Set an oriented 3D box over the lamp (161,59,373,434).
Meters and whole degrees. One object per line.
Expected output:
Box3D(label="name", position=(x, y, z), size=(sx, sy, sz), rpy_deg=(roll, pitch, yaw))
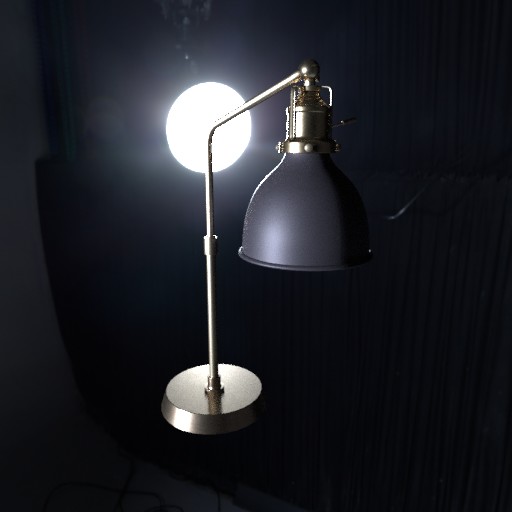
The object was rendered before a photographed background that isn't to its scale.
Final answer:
Box3D(label="lamp", position=(0.000, 0.000, 0.565), size=(0.291, 0.456, 0.160), rpy_deg=(7, 16, 26))
